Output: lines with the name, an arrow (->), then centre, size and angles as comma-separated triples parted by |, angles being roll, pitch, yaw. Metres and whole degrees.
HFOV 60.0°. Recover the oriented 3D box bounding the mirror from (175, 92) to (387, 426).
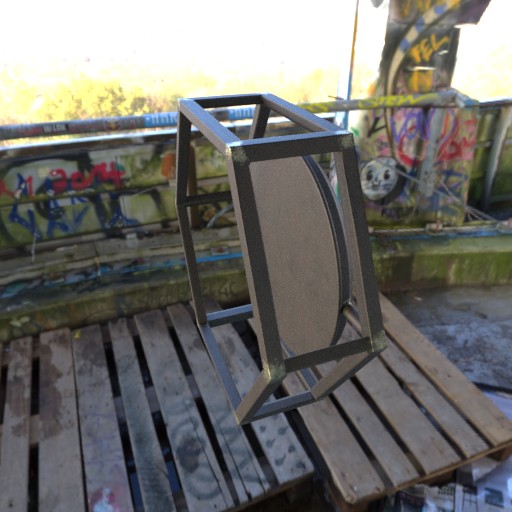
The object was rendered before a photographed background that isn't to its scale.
mirror -> 0.000, 0.000, 0.531 | 0.119, 0.334, 0.380 | -11, 33, -18
